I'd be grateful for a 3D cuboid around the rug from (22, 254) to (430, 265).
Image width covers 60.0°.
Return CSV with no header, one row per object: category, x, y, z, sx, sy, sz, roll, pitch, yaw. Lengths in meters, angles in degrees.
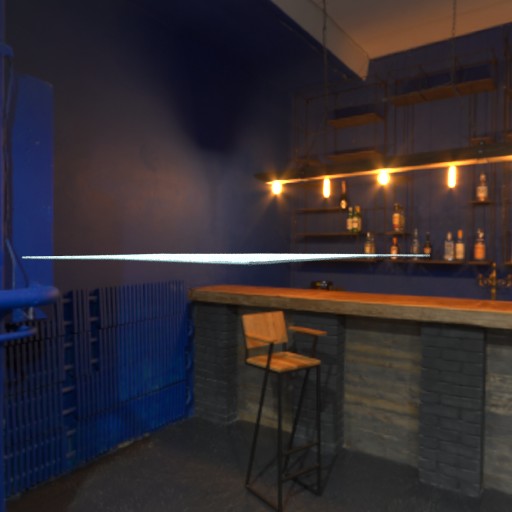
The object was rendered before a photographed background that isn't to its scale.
rug,0.000,0.000,2.920,1.611,0.026,2.260,1,1,37
